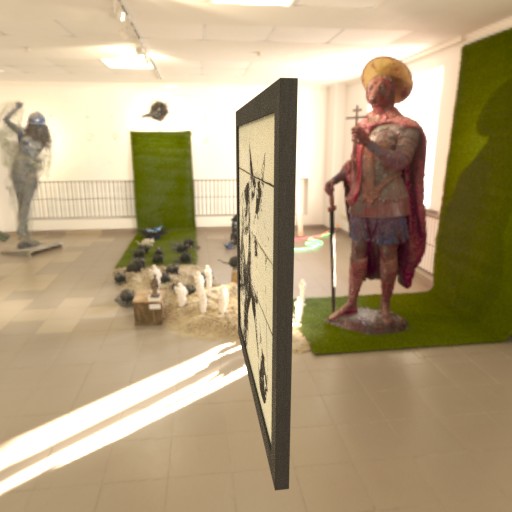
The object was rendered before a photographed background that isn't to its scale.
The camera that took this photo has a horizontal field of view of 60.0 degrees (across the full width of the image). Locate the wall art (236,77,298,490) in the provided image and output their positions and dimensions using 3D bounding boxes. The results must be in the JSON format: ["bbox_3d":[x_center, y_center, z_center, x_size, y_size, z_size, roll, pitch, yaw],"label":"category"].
[{"bbox_3d":[0.000,0.000,1.530,0.038,1.016,1.016,-2,14,-8],"label":"wall art"}]
